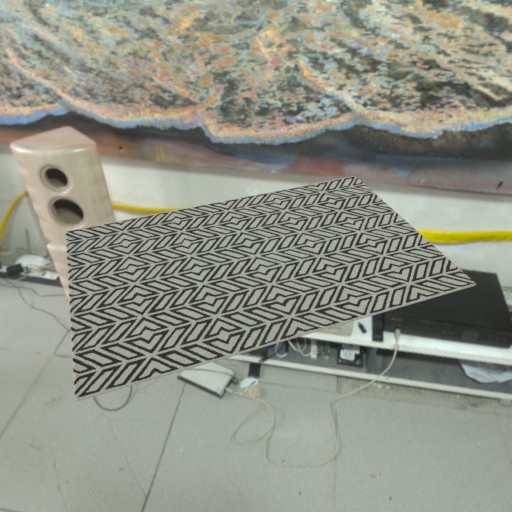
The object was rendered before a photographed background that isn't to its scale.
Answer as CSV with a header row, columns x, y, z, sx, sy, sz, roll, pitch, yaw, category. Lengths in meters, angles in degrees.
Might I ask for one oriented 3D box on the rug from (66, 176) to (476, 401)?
x,y,z,sx,sy,sz,roll,pitch,yaw,category
0.000,0.000,3.046,2.438,0.008,1.523,-13,41,-16,rug
